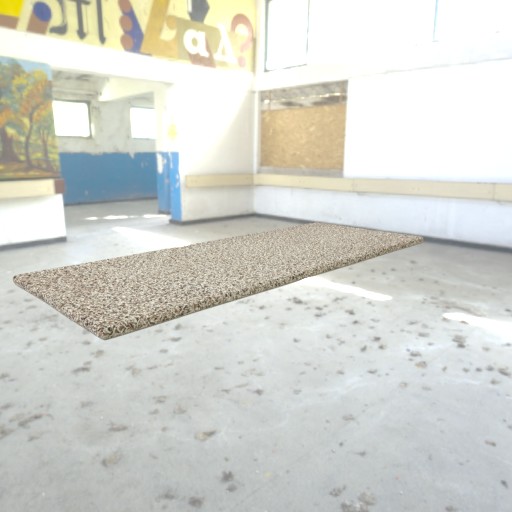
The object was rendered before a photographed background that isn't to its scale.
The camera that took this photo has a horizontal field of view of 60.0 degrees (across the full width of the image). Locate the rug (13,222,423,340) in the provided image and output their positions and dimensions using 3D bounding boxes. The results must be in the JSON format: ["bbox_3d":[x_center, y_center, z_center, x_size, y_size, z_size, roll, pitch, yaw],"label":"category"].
[{"bbox_3d":[0.000,0.000,1.680,1.524,0.030,0.609,-13,18,-43],"label":"rug"}]
